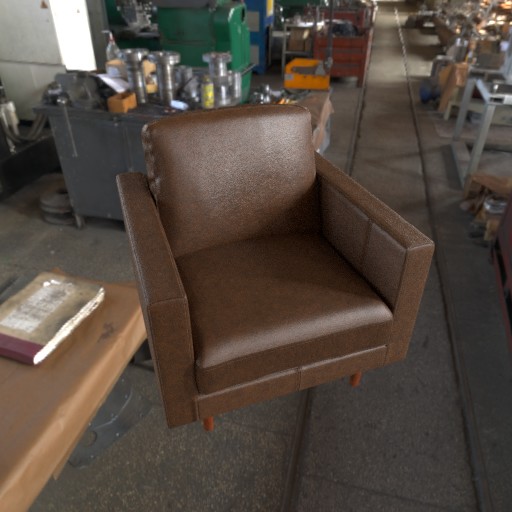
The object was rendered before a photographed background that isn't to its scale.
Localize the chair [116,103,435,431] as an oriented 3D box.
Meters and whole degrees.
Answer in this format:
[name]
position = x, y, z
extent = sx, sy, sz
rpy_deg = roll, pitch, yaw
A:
[chair]
position = 0.000, 0.000, 1.681
extent = 0.890, 0.956, 0.909
rpy_deg = -11, 36, -16
